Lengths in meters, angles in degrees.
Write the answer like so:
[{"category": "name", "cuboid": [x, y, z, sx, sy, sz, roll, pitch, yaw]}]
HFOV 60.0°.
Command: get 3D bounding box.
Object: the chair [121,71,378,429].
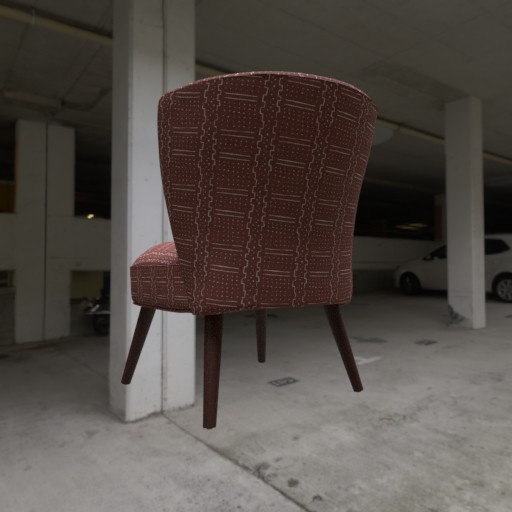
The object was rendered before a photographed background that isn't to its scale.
[{"category": "chair", "cuboid": [0.000, 0.000, 1.389, 0.706, 0.866, 0.758, 1, -2, -36]}]
